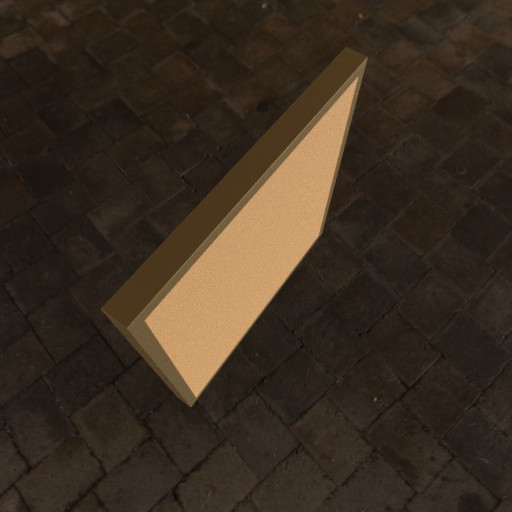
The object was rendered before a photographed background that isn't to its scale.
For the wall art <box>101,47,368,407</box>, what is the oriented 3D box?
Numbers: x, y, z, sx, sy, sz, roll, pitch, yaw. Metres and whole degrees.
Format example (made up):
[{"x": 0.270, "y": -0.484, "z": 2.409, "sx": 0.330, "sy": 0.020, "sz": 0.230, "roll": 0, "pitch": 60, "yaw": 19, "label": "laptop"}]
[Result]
[{"x": 0.000, "y": 0.000, "z": 0.469, "sx": 0.023, "sy": 0.305, "sz": 0.305, "roll": 33, "pitch": 67, "yaw": 16, "label": "wall art"}]
